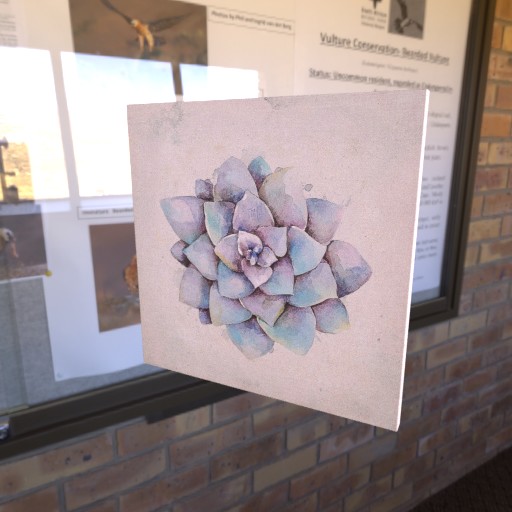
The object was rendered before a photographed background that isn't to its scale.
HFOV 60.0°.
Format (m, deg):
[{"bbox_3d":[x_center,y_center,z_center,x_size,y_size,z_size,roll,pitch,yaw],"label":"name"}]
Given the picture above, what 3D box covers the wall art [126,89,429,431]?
[{"bbox_3d":[0.000,0.000,1.133,0.762,0.762,0.038,7,16,26],"label":"wall art"}]
